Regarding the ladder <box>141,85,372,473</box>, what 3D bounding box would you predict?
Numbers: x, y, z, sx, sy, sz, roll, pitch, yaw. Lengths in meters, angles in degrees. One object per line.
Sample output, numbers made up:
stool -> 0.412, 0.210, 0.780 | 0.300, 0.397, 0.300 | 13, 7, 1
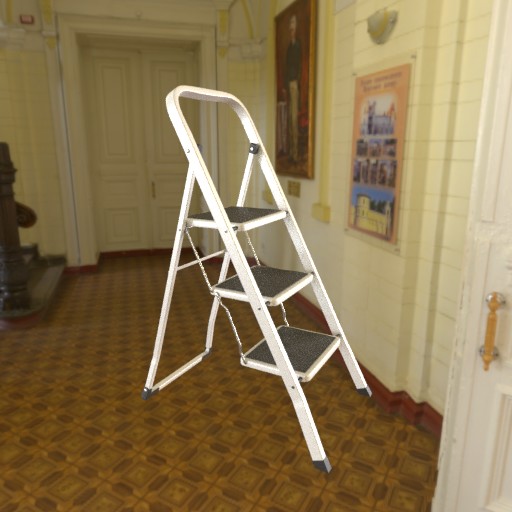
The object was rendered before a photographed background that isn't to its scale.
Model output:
ladder -> 0.000, 0.000, 1.454 | 0.711, 1.050, 0.460 | 8, 16, 28
